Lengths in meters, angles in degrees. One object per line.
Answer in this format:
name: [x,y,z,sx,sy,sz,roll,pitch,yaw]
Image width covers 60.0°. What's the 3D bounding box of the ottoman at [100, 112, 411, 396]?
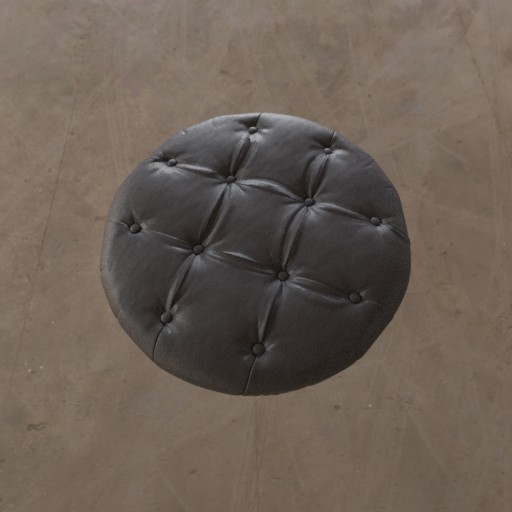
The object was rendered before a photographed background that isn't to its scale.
ottoman: [0.000,0.000,1.404,0.901,0.439,0.901,0,63,0]
